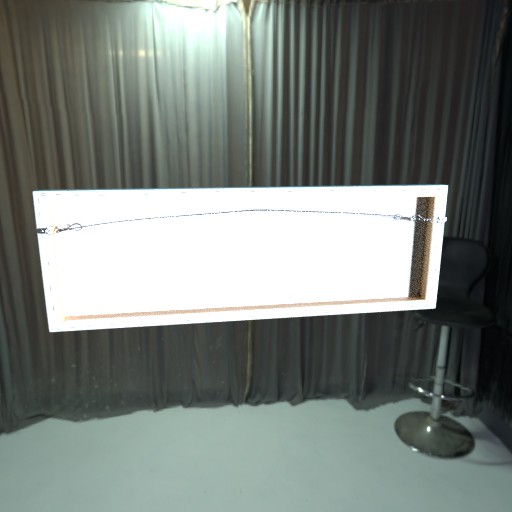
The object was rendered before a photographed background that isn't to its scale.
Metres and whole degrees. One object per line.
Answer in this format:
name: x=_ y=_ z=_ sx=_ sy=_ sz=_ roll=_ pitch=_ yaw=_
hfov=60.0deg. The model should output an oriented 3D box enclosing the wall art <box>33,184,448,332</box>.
wall art: x=0.000 y=0.000 z=0.832 sx=0.759 sy=0.254 sz=0.044 roll=-2 pitch=14 yaw=-9
